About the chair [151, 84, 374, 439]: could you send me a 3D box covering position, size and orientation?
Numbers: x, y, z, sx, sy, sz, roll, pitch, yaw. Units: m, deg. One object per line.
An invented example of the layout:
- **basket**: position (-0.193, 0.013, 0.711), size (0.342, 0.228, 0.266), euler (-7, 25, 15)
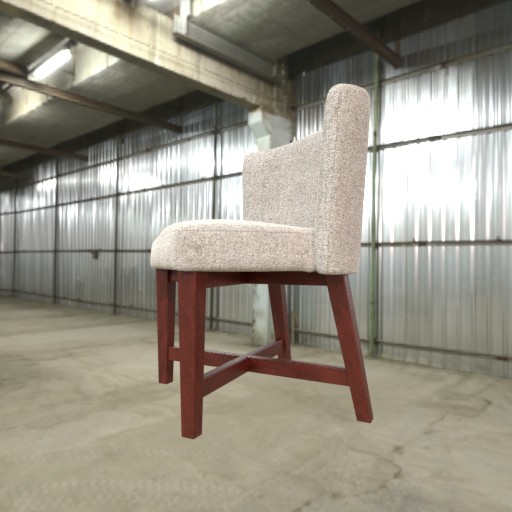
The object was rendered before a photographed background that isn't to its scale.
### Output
- **chair**: position (0.000, 0.000, 1.294), size (0.575, 0.827, 0.728), euler (0, -1, -18)
